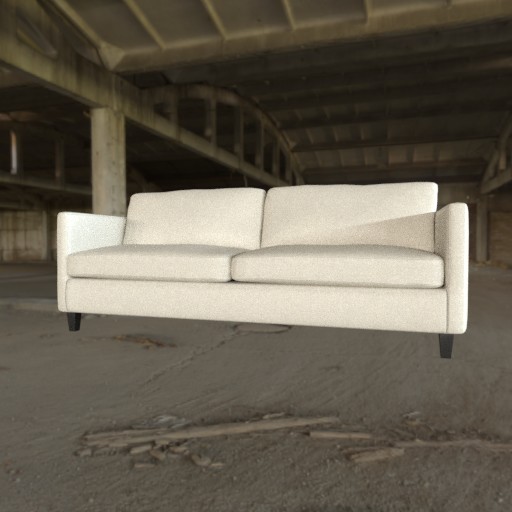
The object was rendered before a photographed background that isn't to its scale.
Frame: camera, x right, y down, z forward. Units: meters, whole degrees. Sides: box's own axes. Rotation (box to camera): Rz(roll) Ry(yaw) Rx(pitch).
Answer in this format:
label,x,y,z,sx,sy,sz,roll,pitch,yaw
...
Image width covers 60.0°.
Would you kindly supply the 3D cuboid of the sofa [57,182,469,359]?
label,x,y,z,sx,sy,sz,roll,pitch,yaw
sofa,0.000,0.000,2.914,2.434,0.965,0.948,1,2,17
